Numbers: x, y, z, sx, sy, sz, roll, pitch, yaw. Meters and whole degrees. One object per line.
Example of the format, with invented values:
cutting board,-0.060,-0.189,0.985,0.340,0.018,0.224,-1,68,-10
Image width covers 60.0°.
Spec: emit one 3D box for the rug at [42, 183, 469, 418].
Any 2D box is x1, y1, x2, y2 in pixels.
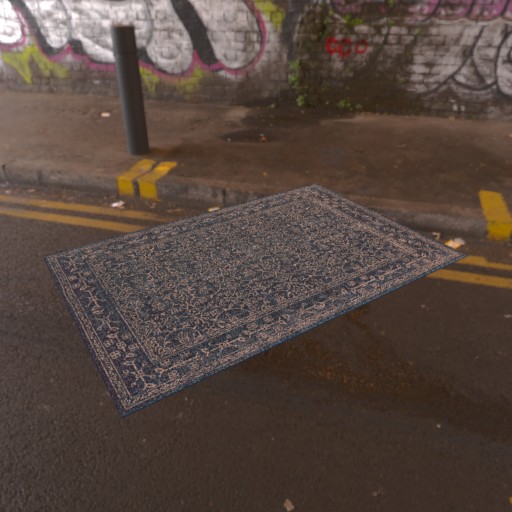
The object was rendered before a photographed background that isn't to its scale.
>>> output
rug,0.000,0.000,2.263,1.819,0.005,1.200,-19,36,-28
